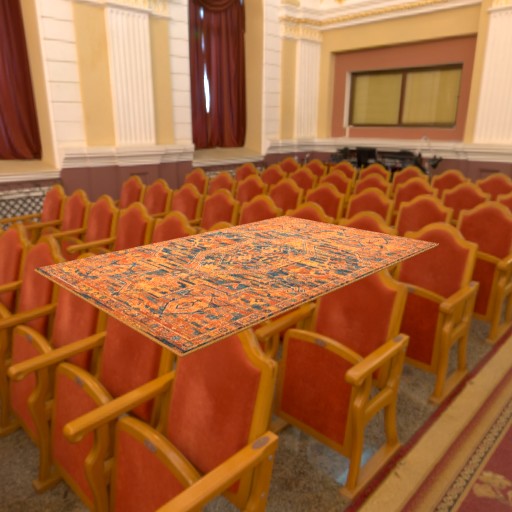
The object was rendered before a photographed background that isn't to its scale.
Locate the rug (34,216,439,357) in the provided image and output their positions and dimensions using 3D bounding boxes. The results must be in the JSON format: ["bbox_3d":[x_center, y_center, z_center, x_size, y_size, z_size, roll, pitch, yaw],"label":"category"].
[{"bbox_3d":[0.000,0.000,1.107,0.557,0.008,0.863,16,22,42],"label":"rug"}]
